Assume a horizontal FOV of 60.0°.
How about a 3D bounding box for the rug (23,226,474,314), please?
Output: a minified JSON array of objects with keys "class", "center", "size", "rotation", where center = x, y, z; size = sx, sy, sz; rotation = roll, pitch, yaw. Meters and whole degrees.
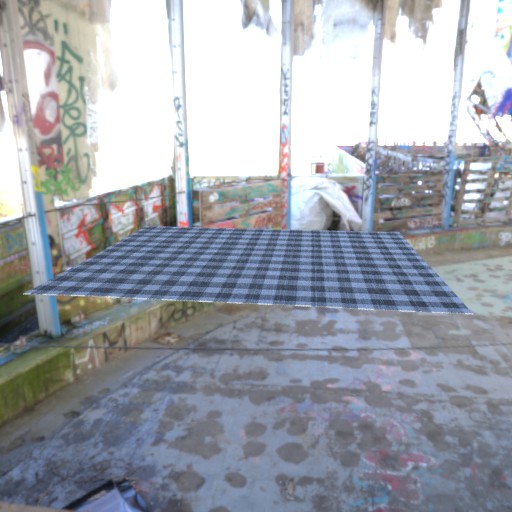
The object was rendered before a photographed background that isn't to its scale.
[{"class":"rug","center":[0.000,0.000,4.093],"size":[3.021,0.013,2.432],"rotation":[2,15,7]}]
